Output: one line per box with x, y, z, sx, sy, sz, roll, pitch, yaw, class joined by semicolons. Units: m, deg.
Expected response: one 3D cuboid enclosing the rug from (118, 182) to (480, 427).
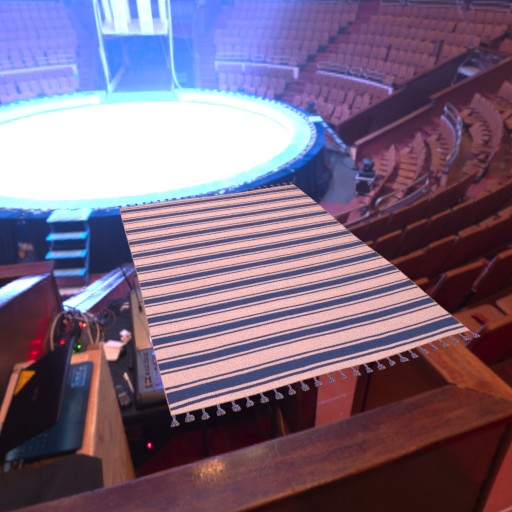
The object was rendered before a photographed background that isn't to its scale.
0.000;0.000;2.889;1.544;0.010;2.315;-10;32;-17;rug
